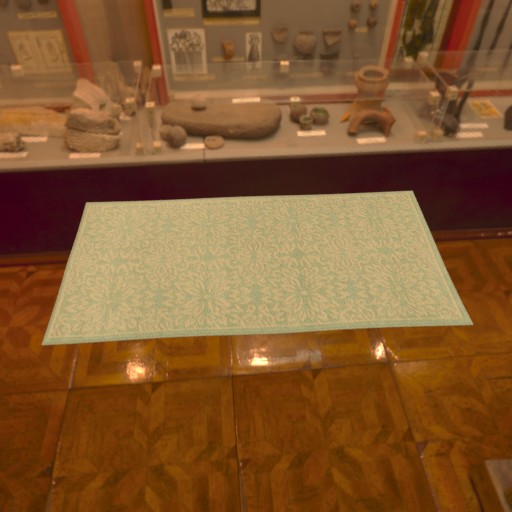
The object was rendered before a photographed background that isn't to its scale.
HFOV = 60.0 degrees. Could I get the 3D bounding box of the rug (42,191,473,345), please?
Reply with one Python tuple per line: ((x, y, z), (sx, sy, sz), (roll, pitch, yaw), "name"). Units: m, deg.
((0.000, 0.000, 1.449), (1.219, 0.007, 0.604), (-2, 47, -2), "rug")
